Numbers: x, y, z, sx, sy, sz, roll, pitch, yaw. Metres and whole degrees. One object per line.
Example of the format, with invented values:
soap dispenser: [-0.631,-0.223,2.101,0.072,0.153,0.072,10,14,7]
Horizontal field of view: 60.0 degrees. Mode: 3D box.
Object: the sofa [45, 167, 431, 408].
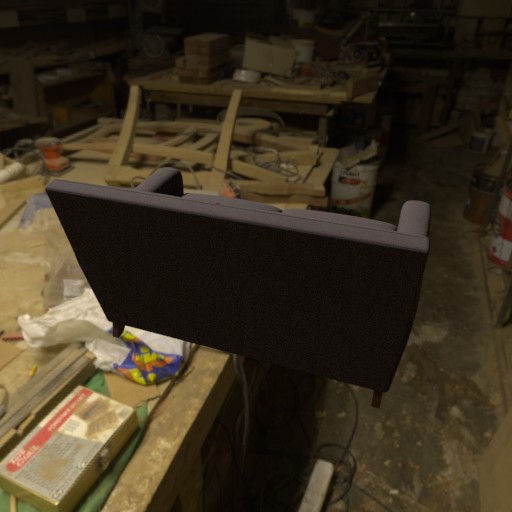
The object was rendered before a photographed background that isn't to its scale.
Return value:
sofa: [0.000,0.000,1.996,1.420,0.846,0.871,11,33,17]
